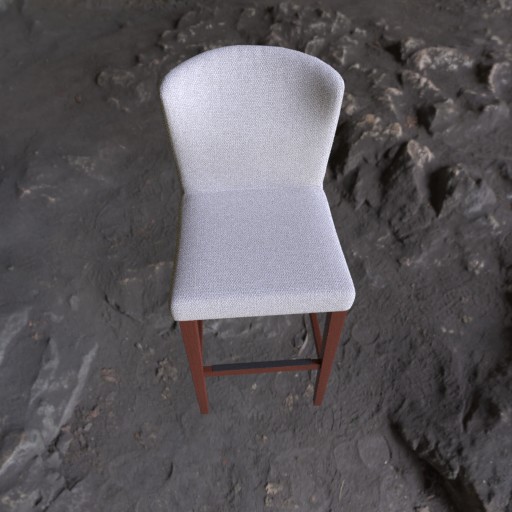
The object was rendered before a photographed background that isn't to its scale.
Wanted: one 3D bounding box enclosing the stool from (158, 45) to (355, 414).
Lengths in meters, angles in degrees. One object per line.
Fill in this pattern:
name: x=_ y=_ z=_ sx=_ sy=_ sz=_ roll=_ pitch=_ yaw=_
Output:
stool: x=0.000 y=0.000 z=1.382 sx=0.481 sy=1.069 sz=0.568 roll=-3 pitch=46 yaw=-3
